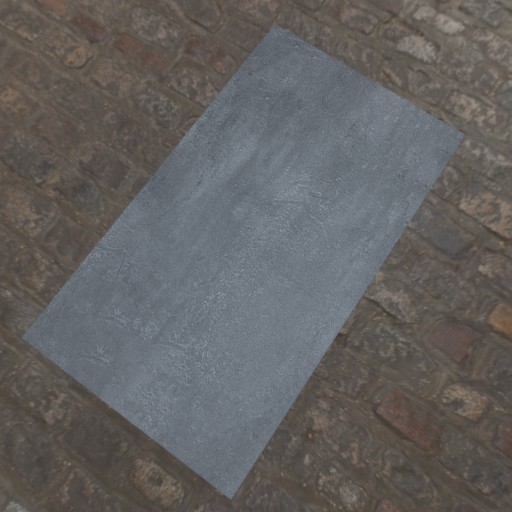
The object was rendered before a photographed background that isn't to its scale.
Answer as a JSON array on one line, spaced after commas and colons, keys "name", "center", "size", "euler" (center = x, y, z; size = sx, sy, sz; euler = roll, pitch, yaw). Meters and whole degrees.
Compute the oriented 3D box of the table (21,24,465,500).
[{"name": "table", "center": [0.000, 0.000, 0.897], "size": [0.400, 0.350, 0.700], "euler": [34, 79, 8]}]
